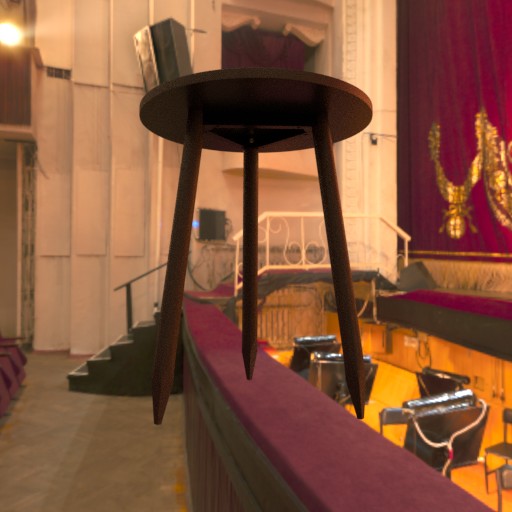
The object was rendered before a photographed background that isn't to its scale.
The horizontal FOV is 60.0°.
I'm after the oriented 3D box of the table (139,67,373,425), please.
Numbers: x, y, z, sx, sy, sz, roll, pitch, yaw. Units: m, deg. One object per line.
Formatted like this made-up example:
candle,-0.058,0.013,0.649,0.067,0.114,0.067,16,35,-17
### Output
table,0.000,0.000,0.895,0.457,0.585,0.457,0,-1,0
